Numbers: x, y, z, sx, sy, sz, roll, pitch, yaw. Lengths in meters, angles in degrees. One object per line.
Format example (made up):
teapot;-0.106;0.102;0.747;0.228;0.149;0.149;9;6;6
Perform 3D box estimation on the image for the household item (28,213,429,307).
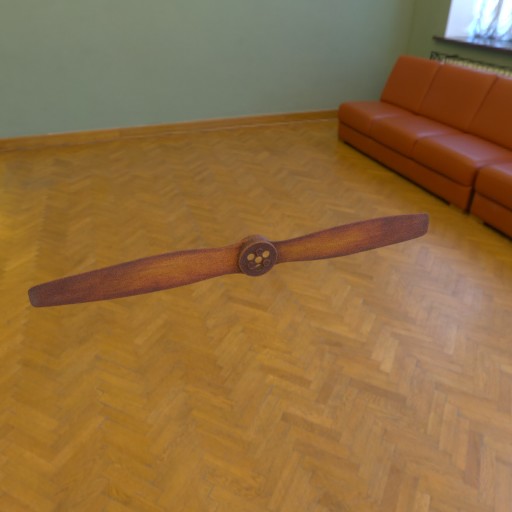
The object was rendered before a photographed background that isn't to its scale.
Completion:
household item;0.000;0.000;1.256;1.181;0.121;0.051;-11;33;-17
